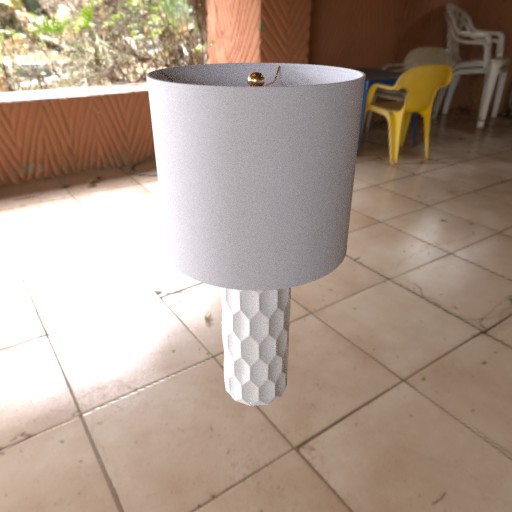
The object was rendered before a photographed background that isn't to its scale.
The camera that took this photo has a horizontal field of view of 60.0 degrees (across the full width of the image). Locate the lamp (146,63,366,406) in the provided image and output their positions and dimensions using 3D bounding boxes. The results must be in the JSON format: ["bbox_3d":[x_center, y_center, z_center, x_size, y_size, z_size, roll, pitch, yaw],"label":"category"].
[{"bbox_3d":[0.000,0.000,0.697,0.277,0.537,0.277,-19,33,-31],"label":"lamp"}]
